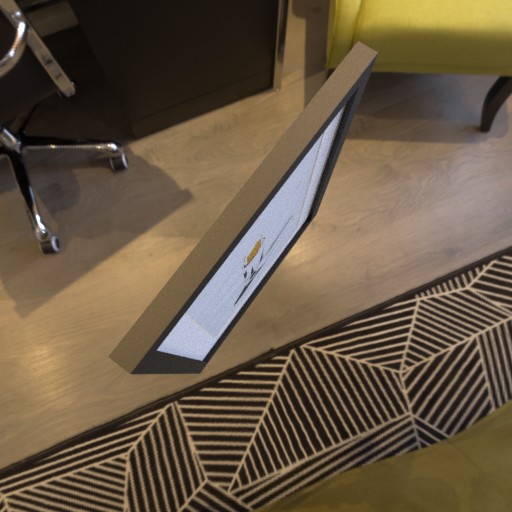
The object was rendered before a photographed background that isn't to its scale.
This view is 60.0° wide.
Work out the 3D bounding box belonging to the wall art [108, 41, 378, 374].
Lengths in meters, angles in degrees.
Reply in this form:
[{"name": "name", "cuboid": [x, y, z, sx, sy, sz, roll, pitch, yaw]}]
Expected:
[{"name": "wall art", "cuboid": [0.000, 0.000, 0.753, 0.029, 0.559, 0.457, 35, 78, 9]}]
